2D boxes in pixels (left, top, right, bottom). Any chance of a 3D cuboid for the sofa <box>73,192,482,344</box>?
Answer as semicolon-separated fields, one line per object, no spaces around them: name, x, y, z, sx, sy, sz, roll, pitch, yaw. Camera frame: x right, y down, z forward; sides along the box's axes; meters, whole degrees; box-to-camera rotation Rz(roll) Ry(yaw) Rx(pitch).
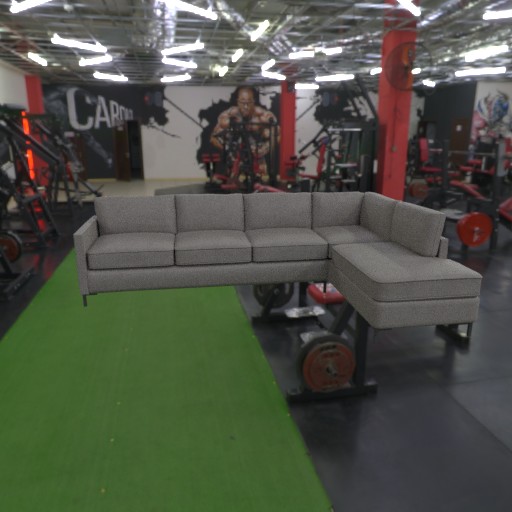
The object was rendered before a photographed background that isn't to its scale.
sofa;0.000;0.000;4.224;3.331;0.964;2.077;-2;16;-9
